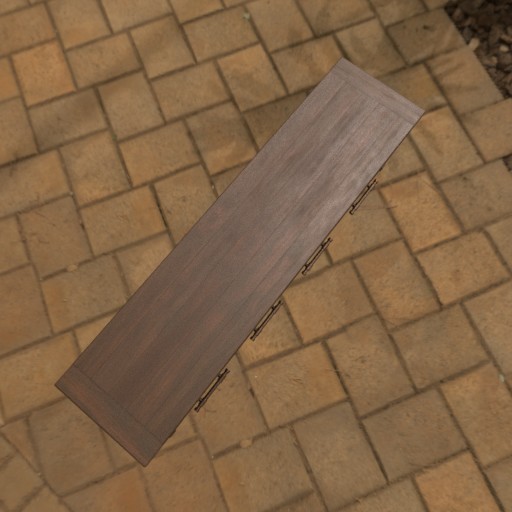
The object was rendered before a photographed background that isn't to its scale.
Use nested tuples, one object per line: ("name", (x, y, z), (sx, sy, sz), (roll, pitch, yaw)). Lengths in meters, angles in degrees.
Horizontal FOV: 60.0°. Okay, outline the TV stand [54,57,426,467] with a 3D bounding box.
("TV stand", (0.000, 0.000, 2.116), (0.471, 0.615, 1.866), (37, 78, 9))
